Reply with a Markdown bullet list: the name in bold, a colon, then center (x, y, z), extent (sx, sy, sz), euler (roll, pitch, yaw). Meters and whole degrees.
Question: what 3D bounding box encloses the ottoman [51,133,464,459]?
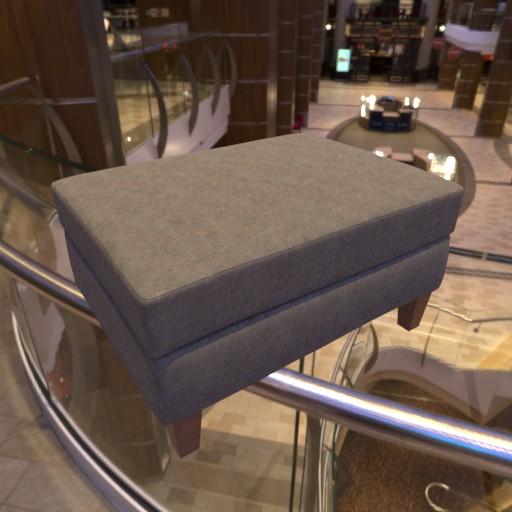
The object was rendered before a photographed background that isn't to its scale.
- **ottoman**: center (0.000, 0.000, 1.190), extent (0.839, 0.464, 0.639), euler (-19, 35, -29)
